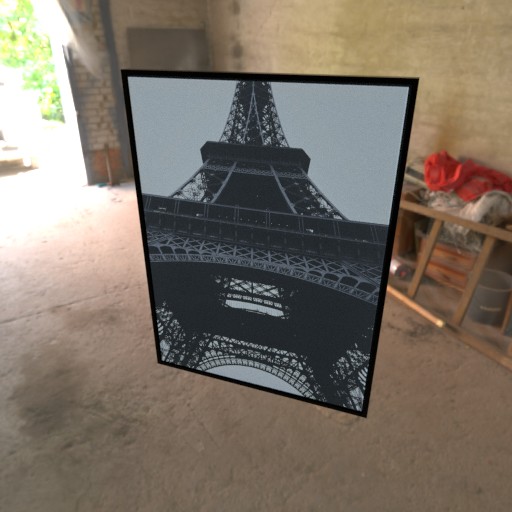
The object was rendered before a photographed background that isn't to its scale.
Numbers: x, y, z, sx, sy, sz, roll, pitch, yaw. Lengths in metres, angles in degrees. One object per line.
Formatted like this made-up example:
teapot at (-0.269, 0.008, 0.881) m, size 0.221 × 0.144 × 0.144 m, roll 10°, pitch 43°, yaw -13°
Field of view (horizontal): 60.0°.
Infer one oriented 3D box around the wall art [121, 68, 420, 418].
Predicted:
wall art at (0.000, 0.000, 1.387) m, size 0.805 × 1.062 × 0.040 m, roll 9°, pitch 28°, yaw 18°
